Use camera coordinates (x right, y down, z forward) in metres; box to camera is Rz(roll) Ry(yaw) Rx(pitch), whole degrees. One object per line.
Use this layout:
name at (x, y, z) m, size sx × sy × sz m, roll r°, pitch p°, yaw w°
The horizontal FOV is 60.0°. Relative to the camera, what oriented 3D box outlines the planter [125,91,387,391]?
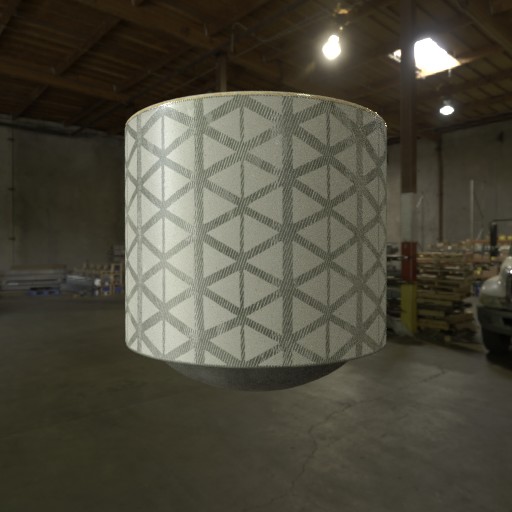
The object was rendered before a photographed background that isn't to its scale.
planter at (0.000, 0.000, 0.336) m, size 0.190 × 0.181 × 0.190 m, roll 0°, pitch 0°, yaw 0°
